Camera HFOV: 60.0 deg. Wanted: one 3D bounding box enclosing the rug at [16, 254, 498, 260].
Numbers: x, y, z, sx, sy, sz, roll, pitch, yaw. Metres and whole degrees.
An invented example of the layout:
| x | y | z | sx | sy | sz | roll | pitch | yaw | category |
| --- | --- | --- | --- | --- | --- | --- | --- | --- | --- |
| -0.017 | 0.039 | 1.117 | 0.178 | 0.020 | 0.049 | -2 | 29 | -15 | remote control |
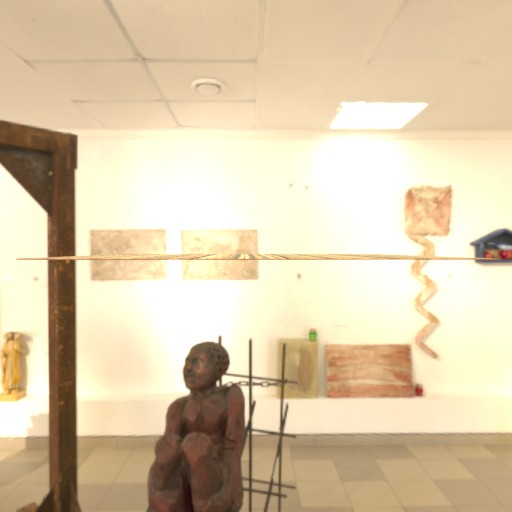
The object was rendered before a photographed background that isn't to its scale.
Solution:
| x | y | z | sx | sy | sz | roll | pitch | yaw | category |
| --- | --- | --- | --- | --- | --- | --- | --- | --- | --- |
| 0.000 | 0.000 | 3.993 | 3.045 | 0.011 | 2.436 | 0 | 1 | -1 | rug |
